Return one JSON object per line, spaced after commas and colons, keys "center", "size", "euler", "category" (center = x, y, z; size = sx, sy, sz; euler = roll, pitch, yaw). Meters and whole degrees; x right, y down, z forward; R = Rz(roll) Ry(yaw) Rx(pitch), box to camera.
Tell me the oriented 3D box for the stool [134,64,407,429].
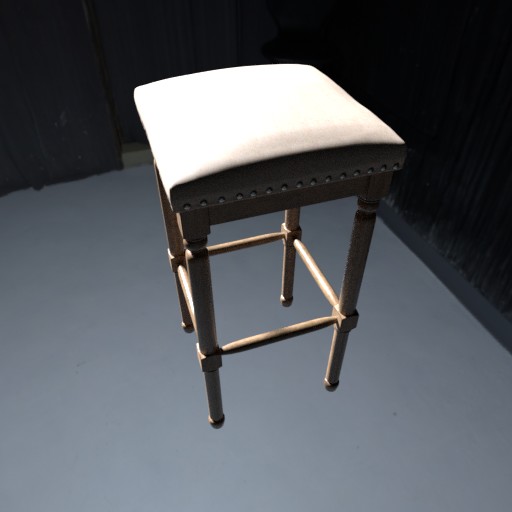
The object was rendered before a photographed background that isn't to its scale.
{"center": [0.000, 0.000, 1.004], "size": [0.383, 0.768, 0.382], "euler": [-13, 44, -14], "category": "stool"}
